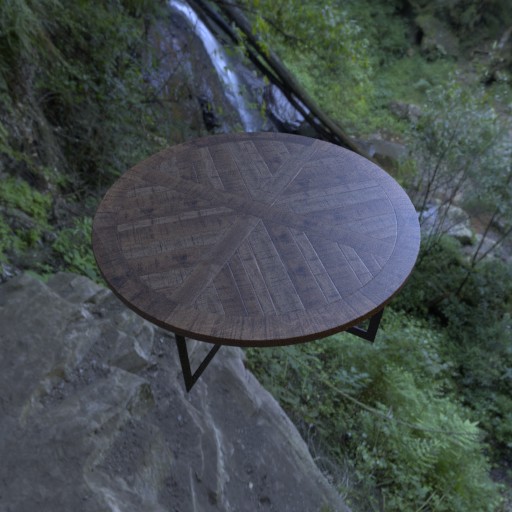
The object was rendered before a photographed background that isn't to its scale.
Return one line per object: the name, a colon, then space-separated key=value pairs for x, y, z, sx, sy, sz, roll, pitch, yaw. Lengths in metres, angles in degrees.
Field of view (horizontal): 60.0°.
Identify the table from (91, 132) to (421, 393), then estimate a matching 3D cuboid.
table: x=0.000 y=0.000 z=1.934 sx=1.264 sy=0.516 sz=1.264 roll=0 pitch=44 yaw=0
